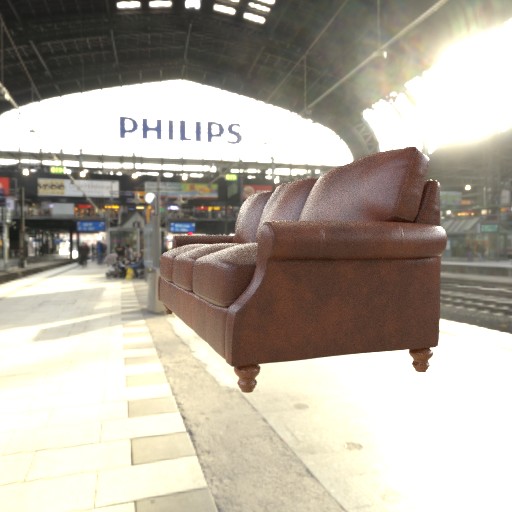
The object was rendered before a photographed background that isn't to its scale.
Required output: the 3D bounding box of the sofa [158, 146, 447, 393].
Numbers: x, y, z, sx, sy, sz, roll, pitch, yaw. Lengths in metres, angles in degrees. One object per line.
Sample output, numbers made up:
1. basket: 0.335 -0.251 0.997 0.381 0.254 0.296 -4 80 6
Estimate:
1. sofa: 0.000 0.000 2.773 0.973 0.977 2.351 0 1 -19
